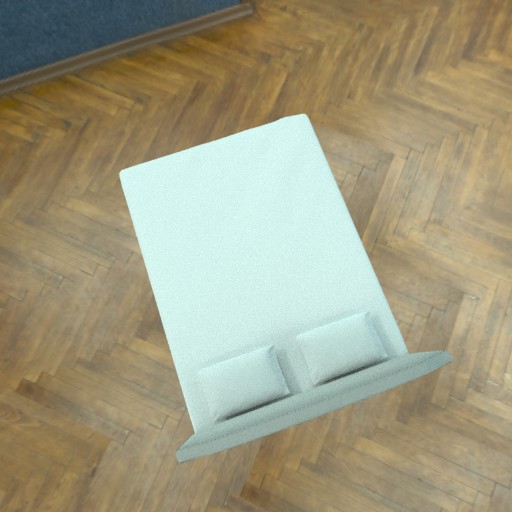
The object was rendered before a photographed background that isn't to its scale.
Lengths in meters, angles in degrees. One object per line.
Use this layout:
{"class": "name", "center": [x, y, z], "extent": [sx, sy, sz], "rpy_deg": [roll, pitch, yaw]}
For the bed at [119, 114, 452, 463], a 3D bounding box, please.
{"class": "bed", "center": [0.000, 0.000, 2.949], "extent": [1.558, 1.270, 1.999], "rpy_deg": [-19, 76, -5]}
